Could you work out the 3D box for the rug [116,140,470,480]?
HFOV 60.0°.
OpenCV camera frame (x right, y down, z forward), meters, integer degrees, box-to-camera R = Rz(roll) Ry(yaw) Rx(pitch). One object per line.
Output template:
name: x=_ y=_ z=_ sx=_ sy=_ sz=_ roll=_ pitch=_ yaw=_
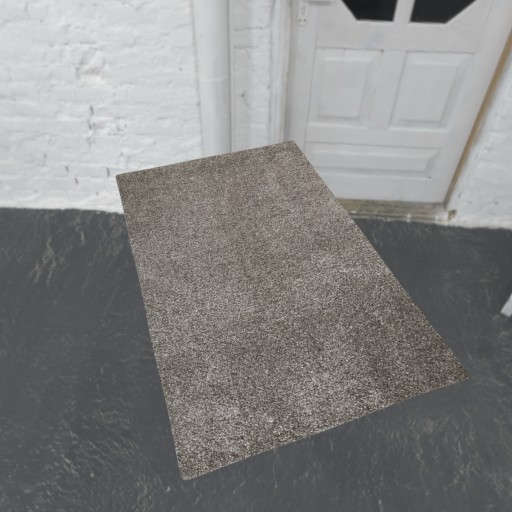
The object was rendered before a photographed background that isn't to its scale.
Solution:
rug: x=0.000 y=0.000 z=2.862 sx=1.501 sy=0.025 sz=2.352 roll=-14 pitch=48 yaw=-13
